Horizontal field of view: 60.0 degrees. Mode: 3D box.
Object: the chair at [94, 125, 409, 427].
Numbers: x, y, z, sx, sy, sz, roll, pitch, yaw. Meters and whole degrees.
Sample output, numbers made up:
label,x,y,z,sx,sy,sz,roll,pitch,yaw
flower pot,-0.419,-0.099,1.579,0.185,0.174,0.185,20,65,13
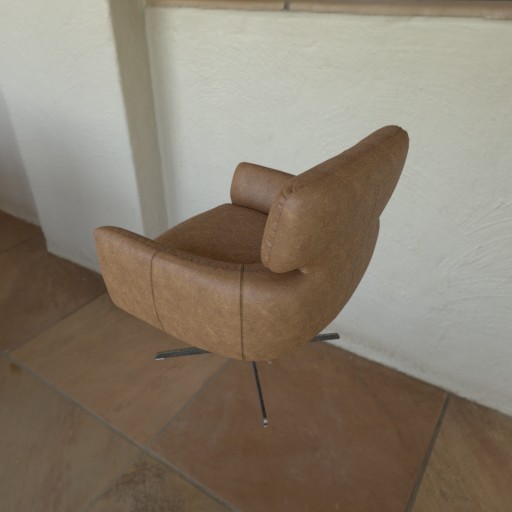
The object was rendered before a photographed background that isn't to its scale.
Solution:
label,x,y,z,sx,sy,sz,roll,pitch,yaw
chair,0.000,0.000,1.379,0.715,0.812,0.706,21,37,30
